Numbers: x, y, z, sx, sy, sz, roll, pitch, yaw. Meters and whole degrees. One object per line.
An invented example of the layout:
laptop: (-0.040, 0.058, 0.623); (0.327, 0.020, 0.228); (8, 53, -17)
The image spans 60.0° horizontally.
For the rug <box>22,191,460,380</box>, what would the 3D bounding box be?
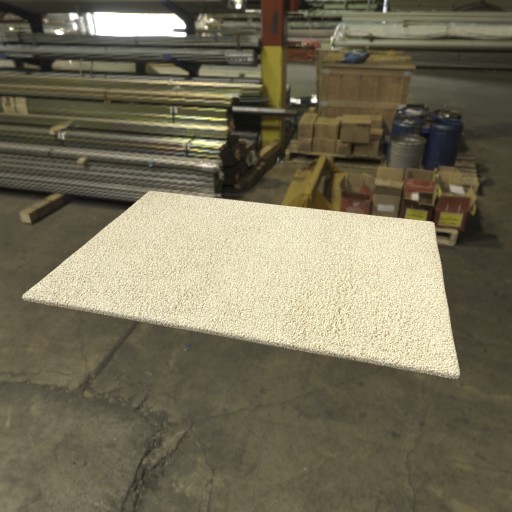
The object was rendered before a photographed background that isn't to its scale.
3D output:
rug: (0.000, 0.000, 2.221); (1.778, 0.030, 1.219); (8, 32, 13)
